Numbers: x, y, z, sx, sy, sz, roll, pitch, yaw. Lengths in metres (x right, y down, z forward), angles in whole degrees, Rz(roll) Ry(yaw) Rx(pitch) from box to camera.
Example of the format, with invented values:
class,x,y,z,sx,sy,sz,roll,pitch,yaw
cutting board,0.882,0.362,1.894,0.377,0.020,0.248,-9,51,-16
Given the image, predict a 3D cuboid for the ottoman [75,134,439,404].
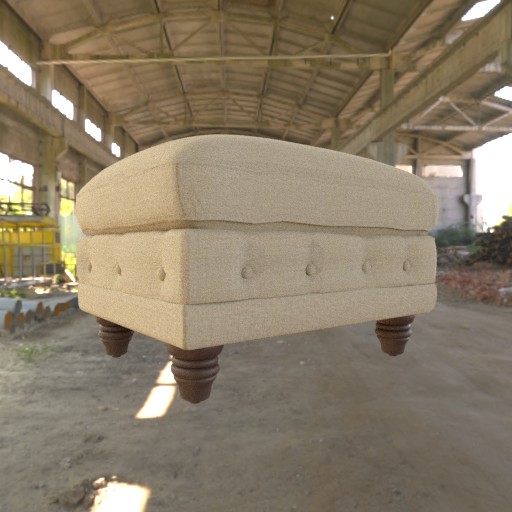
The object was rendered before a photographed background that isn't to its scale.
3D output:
class,x,y,z,sx,sy,sz,roll,pitch,yaw
ottoman,0.000,0.000,1.024,0.684,0.463,0.541,-1,1,-37
